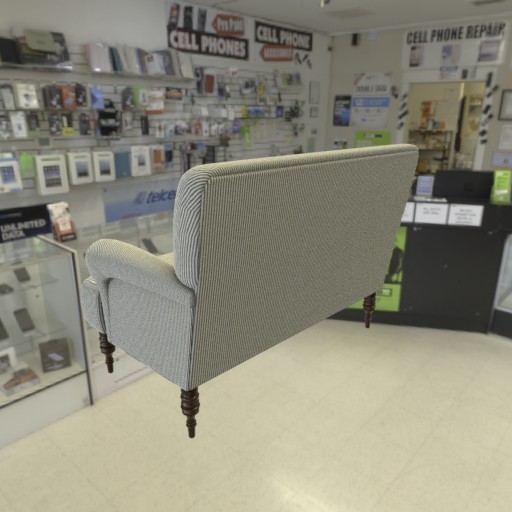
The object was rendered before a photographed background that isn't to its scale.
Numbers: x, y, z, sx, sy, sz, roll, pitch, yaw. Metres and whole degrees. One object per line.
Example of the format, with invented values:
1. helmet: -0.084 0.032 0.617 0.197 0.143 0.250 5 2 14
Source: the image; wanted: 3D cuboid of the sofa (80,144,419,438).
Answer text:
1. sofa: 0.000 0.000 1.839 0.779 0.889 1.297 17 25 42
